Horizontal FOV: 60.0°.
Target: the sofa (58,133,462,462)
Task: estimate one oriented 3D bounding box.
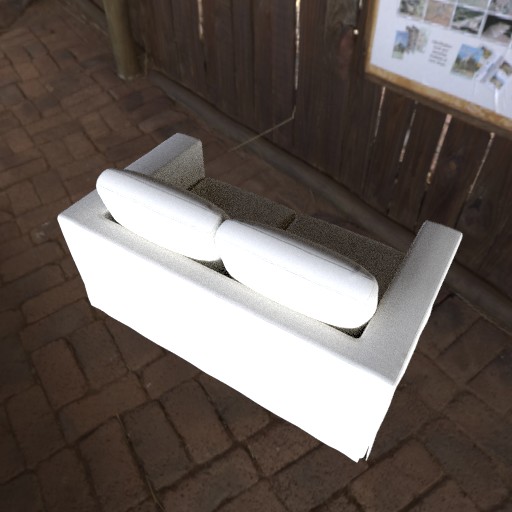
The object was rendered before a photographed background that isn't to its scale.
[{"bbox_3d":[0.000,0.000,2.360,1.813,0.932,1.009,24,50,22],"label":"sofa"}]
